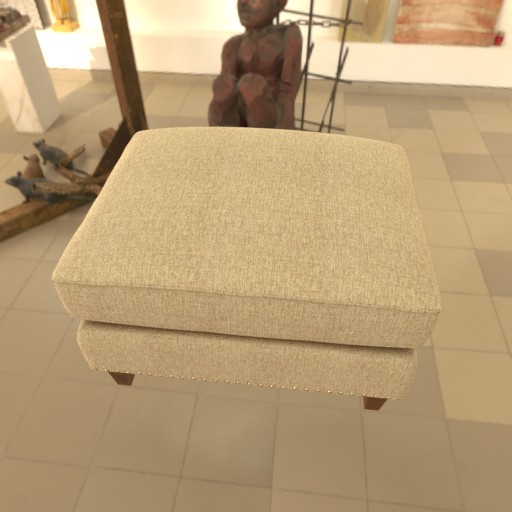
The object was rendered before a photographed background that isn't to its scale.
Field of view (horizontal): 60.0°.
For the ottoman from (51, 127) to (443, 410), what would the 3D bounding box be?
[{"bbox_3d":[0.000,0.000,1.132,0.741,0.513,0.584,4,45,4],"label":"ottoman"}]
